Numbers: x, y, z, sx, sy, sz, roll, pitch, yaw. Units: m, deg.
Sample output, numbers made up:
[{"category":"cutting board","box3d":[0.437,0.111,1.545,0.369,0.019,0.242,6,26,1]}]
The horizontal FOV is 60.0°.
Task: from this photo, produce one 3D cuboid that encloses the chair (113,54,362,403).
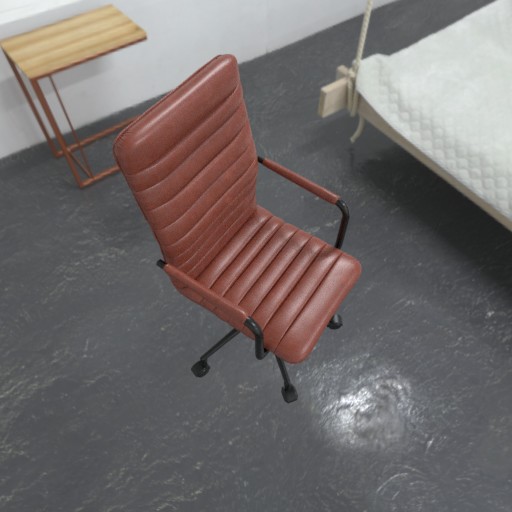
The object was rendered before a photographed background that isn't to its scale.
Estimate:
[{"category":"chair","box3d":[0.000,0.000,1.335,0.580,0.979,0.608,30,62,18]}]
